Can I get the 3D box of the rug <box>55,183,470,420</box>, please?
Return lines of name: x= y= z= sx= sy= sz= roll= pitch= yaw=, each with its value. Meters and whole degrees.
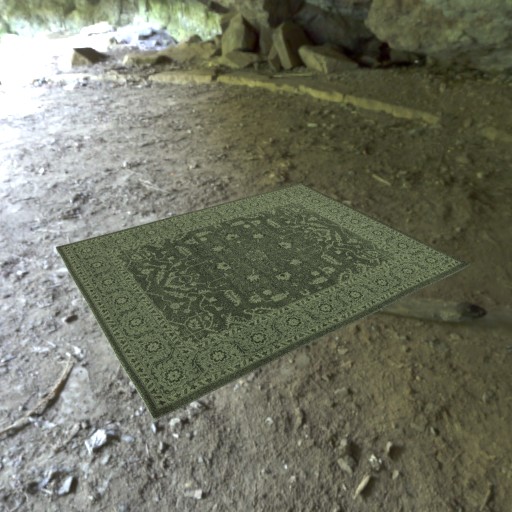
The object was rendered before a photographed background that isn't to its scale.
rug: x=0.000 y=0.000 z=4.158 sx=3.069 sy=0.026 sz=2.451 roll=-19 pitch=35 yaw=-29
